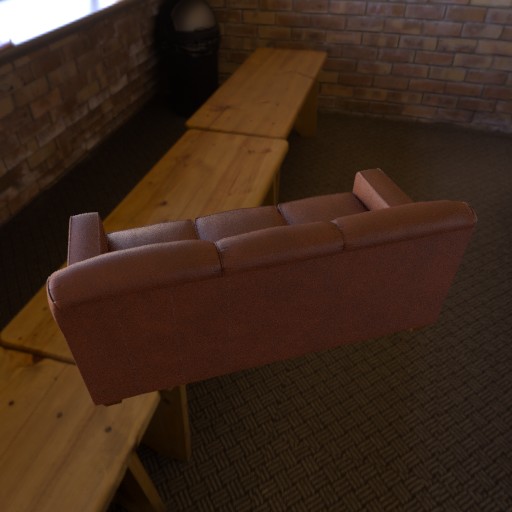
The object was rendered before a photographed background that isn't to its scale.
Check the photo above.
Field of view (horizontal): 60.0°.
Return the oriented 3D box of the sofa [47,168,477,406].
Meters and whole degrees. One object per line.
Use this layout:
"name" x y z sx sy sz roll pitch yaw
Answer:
"sofa" 0.000 0.000 2.571 2.039 0.953 1.008 -11 42 -12
